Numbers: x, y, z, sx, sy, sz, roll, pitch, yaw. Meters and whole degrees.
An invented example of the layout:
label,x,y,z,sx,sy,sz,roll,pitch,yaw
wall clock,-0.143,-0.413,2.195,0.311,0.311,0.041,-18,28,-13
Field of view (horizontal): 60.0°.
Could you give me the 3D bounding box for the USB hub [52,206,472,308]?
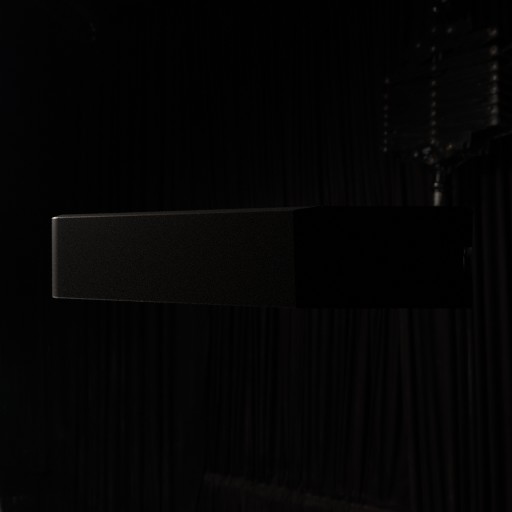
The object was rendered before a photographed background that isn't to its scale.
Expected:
label,x,y,z,sx,sy,sz,roll,pitch,yaw
USB hub,0.000,0.000,0.126,0.110,0.023,0.044,0,1,19
